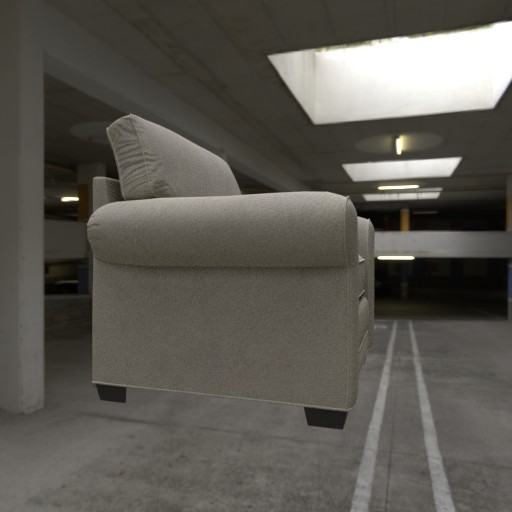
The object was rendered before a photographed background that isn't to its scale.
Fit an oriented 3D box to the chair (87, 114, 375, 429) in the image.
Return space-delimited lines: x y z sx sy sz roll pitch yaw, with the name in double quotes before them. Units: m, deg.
"chair" 0.000 0.000 1.908 0.939 1.044 1.147 0 0 18
